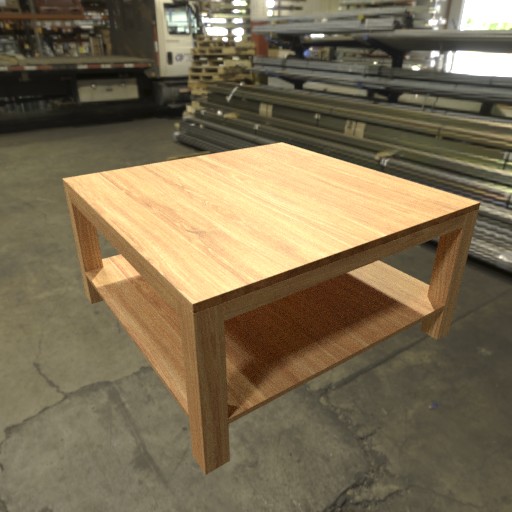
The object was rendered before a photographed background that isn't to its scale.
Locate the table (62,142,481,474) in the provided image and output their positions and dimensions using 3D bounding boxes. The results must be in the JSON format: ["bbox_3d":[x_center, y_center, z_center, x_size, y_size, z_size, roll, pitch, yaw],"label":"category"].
[{"bbox_3d":[0.000,0.000,1.437,0.900,0.450,0.900,-18,32,-31],"label":"table"}]
